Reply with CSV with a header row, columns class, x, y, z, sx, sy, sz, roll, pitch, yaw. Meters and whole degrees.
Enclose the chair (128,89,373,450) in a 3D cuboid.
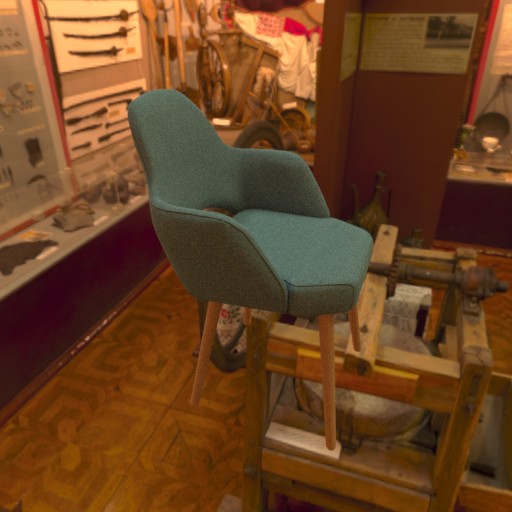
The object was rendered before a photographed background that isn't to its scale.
class,x,y,z,sx,sy,sz,roll,pitch,yaw
chair,0.000,0.000,1.349,0.666,0.920,0.589,11,31,18
